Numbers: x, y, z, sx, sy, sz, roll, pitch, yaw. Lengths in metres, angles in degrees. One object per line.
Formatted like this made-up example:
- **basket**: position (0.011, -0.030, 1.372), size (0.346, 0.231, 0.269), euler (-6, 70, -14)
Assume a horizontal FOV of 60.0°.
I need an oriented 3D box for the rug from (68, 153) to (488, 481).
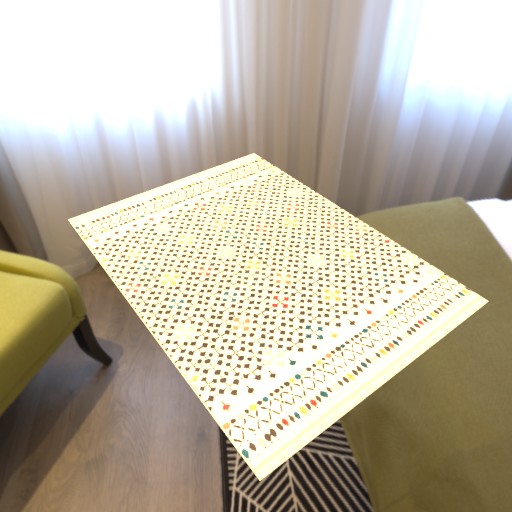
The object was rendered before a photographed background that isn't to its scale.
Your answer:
- **rug**: position (0.000, 0.000, 1.974), size (1.146, 0.006, 1.556), euler (-26, 47, -27)
